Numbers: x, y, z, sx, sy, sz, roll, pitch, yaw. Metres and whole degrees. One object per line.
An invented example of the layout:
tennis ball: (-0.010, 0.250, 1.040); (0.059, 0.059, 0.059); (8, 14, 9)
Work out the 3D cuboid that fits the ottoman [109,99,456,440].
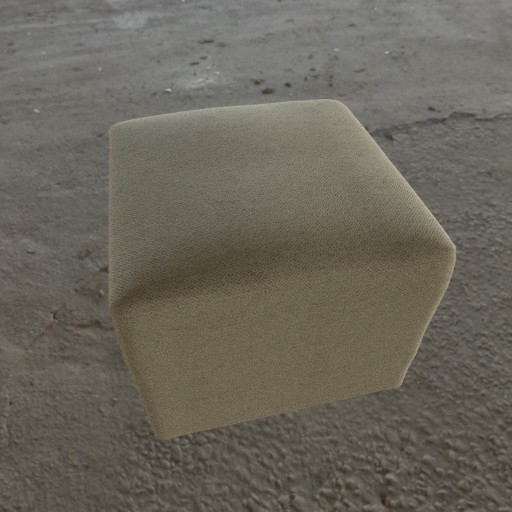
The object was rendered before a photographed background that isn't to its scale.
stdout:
ottoman: (0.000, 0.000, 0.911); (0.512, 0.453, 0.521); (-9, 46, -9)
